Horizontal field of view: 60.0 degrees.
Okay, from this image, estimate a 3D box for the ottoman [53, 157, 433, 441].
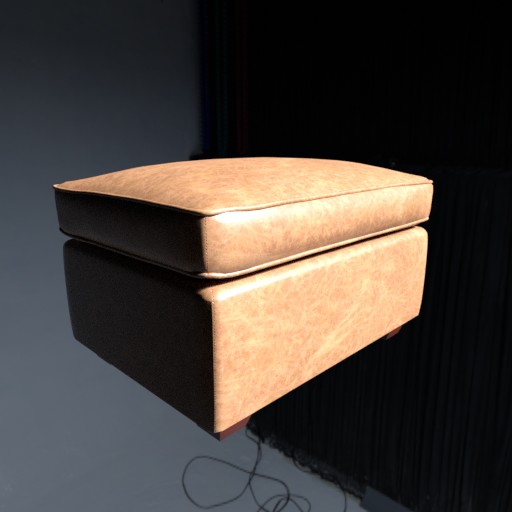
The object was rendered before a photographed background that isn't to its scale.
[{"bbox_3d":[0.000,0.000,1.085,0.554,0.468,0.756,14,20,43],"label":"ottoman"}]
